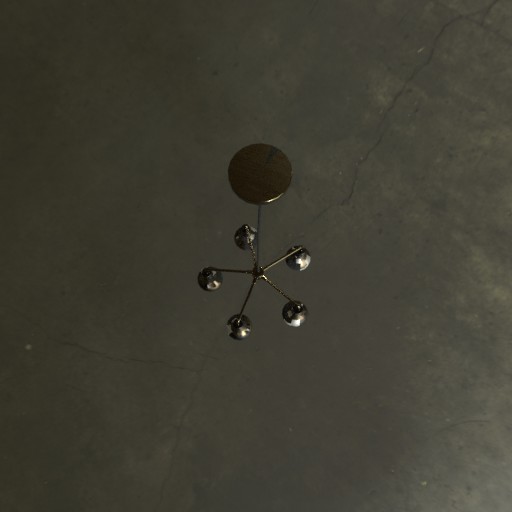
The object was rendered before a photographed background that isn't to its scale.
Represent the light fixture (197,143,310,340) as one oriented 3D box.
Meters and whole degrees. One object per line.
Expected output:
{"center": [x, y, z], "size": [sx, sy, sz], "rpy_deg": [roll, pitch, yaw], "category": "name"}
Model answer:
{"center": [0.000, 0.000, 1.230], "size": [0.438, 0.988, 0.421], "rpy_deg": [21, 76, 6], "category": "light fixture"}
